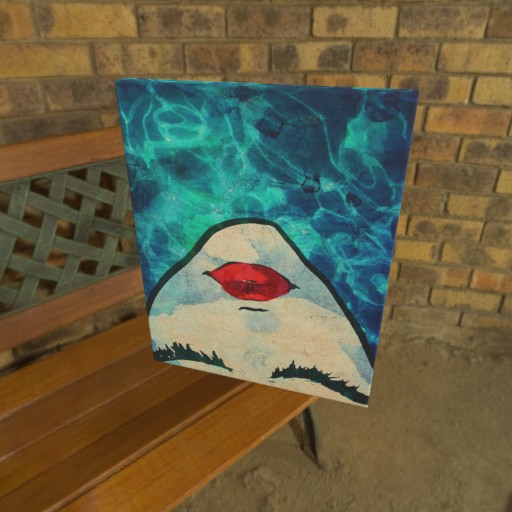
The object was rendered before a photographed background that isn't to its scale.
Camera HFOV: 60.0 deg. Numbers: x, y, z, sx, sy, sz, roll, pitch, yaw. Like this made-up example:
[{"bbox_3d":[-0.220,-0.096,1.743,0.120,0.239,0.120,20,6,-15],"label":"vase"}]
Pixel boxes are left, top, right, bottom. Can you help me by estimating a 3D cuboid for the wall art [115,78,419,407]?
[{"bbox_3d":[0.000,0.000,0.875,0.508,0.635,0.038,8,29,15],"label":"wall art"}]
